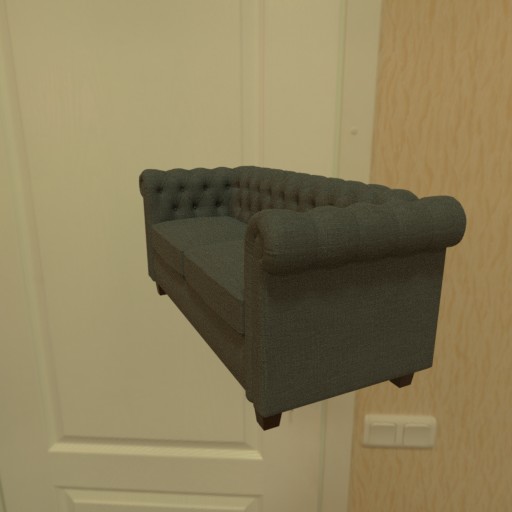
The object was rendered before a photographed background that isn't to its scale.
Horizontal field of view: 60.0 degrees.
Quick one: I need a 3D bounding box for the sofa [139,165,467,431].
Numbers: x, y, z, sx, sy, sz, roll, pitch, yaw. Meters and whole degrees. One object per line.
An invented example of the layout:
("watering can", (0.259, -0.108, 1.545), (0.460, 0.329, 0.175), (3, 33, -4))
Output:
("sofa", (0.000, 0.000, 2.236), (0.783, 0.797, 1.798), (-7, 17, -25))
